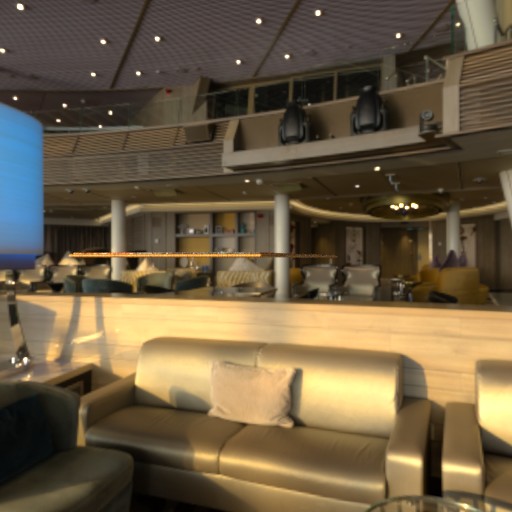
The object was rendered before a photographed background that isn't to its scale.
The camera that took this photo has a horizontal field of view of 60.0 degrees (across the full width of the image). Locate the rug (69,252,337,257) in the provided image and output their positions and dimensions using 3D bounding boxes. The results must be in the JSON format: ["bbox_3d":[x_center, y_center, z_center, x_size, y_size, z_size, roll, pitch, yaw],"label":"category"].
[{"bbox_3d":[0.000,0.000,2.018,0.556,0.013,1.820,0,0,16],"label":"rug"}]
